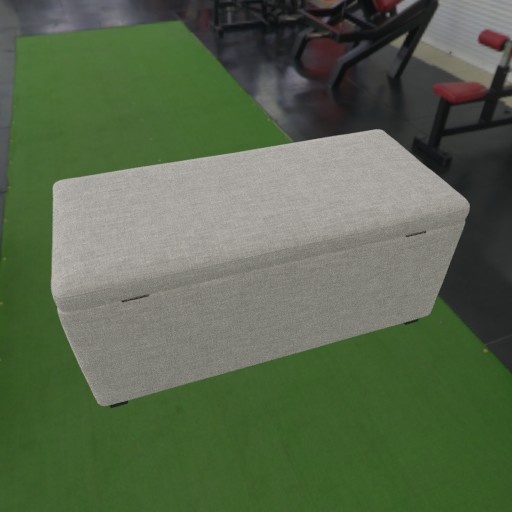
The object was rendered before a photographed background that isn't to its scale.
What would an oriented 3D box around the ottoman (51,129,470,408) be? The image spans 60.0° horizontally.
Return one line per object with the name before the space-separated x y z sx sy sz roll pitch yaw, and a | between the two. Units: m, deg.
ottoman | 0.000 0.000 1.134 0.902 0.432 0.419 -12 43 -14
